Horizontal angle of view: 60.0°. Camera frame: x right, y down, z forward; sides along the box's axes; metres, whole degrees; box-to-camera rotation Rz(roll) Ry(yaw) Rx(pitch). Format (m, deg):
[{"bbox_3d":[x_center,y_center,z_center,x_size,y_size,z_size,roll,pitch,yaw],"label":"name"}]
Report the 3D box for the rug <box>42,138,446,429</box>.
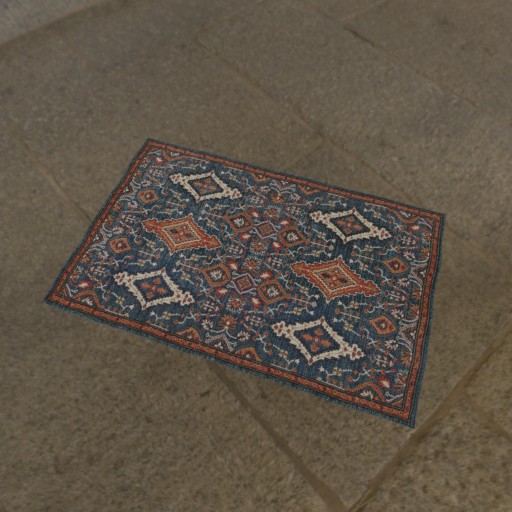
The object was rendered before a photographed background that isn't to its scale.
[{"bbox_3d":[0.000,0.000,4.238,3.371,0.008,2.190,16,61,9],"label":"rug"}]
